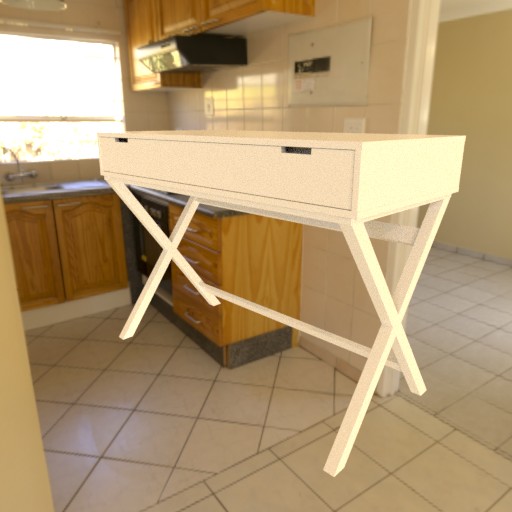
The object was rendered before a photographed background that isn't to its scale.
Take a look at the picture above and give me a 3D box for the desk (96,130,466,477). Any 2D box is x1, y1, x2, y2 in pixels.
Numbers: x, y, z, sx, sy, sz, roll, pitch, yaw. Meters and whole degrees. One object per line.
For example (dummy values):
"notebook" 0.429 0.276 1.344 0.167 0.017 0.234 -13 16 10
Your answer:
"desk" 0.000 0.000 1.465 1.059 0.780 0.509 16 23 42
